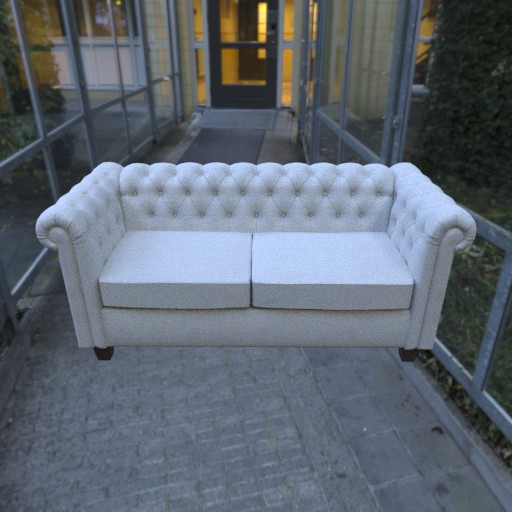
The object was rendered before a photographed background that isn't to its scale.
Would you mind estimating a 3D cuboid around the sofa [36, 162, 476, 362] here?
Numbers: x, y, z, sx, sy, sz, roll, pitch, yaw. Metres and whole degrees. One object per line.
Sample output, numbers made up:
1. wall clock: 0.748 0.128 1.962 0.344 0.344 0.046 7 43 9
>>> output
1. sofa: 0.000 0.000 2.258 1.798 0.797 0.783 0 27 0
